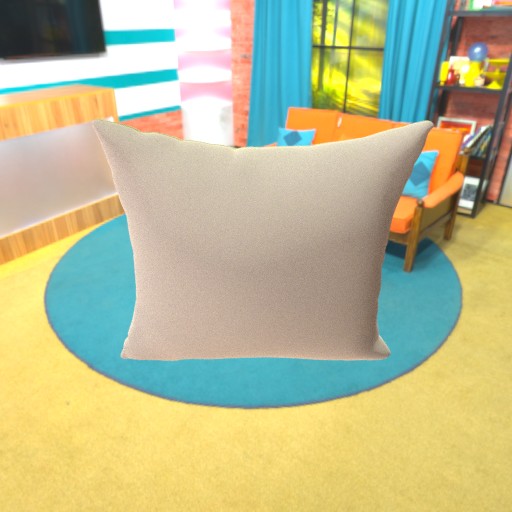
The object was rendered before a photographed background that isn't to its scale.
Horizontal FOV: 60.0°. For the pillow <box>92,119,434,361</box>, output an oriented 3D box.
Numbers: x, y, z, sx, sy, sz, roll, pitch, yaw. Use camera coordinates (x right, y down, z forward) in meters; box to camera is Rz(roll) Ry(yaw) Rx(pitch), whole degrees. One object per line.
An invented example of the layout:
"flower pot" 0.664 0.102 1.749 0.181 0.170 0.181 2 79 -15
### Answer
"pillow" 0.000 0.000 0.807 0.560 0.487 0.229 0 29 0
